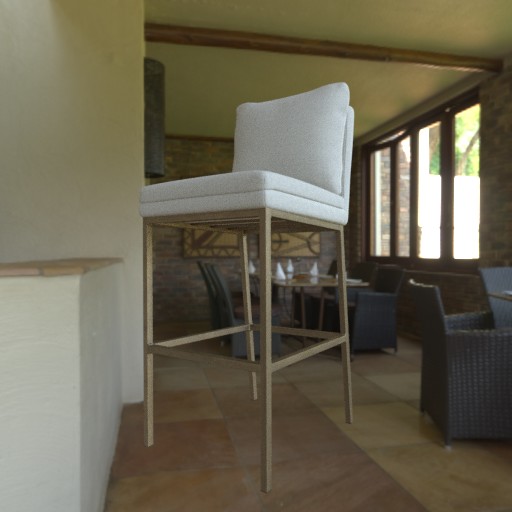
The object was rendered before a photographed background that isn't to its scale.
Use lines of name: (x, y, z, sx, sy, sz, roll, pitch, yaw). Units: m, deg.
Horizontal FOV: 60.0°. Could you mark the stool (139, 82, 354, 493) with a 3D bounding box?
stool: (0.000, 0.000, 1.403, 0.463, 1.125, 0.572, 0, 1, 36)
